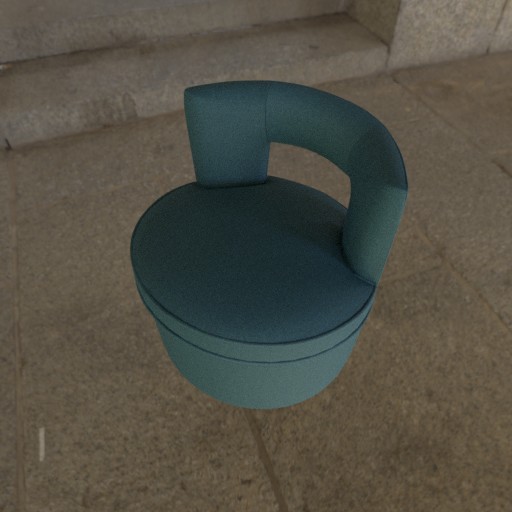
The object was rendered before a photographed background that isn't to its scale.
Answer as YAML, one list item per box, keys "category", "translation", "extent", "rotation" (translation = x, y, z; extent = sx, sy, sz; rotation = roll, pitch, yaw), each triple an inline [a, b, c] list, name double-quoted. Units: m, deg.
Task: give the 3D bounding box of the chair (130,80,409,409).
- category: "chair"
  translation: [0.000, 0.000, 1.236]
  extent: [0.684, 0.711, 0.660]
  rotation: [32, 56, 25]
